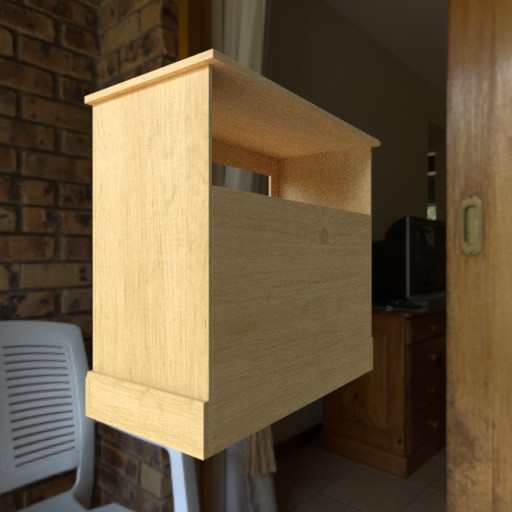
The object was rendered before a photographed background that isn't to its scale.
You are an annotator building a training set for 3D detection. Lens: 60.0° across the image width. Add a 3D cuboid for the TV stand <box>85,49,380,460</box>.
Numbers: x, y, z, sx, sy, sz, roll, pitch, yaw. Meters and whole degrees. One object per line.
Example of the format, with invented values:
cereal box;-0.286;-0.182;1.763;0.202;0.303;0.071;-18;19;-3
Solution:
TV stand;0.000;0.000;1.309;0.430;0.787;0.851;0;0;37
